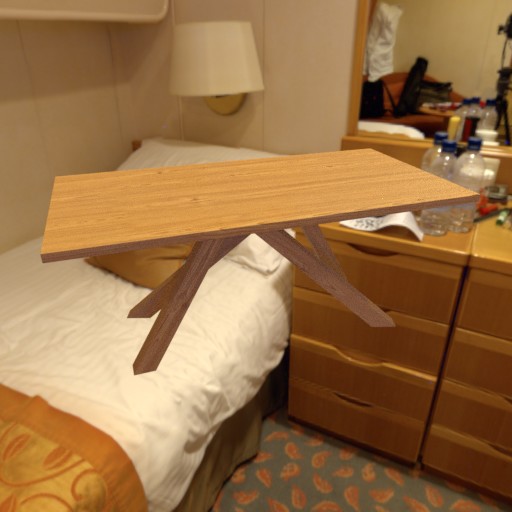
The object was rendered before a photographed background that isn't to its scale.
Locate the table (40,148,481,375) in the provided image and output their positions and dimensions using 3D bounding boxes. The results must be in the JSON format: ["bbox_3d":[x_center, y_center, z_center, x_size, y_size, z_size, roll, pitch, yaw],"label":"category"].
[{"bbox_3d":[0.000,0.000,2.253,1.797,0.750,0.901,-9,28,-17],"label":"table"}]
